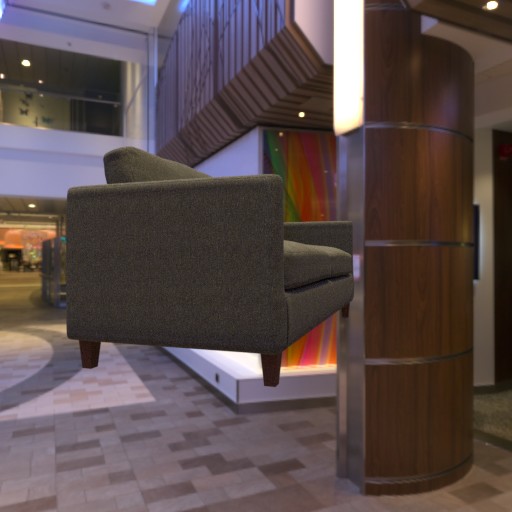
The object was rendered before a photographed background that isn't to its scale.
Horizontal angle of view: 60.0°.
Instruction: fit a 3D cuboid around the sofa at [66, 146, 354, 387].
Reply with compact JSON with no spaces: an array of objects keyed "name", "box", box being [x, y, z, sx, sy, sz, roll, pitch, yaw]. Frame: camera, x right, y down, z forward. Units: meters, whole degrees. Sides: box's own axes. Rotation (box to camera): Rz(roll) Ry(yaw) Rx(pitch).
[{"name":"sofa","box":[0.000,0.000,2.709,0.948,0.965,2.208,0,0,19]}]
